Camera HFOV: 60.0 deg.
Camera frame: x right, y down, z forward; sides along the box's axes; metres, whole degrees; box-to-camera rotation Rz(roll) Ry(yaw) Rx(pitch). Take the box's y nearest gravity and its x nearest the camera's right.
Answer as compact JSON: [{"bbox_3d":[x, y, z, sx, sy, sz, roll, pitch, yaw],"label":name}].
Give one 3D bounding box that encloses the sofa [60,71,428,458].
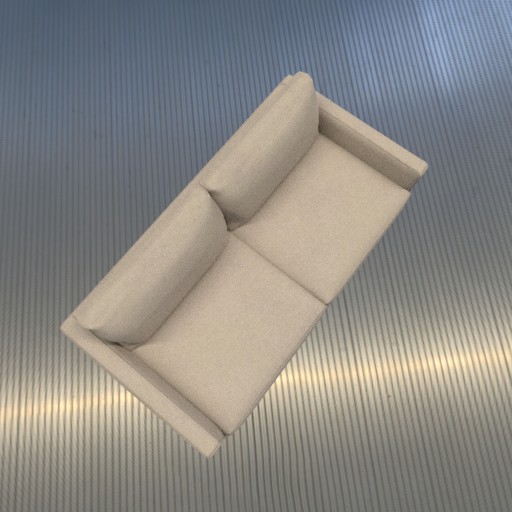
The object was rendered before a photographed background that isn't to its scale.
[{"bbox_3d":[0.000,0.000,2.201,0.875,0.840,1.682,37,77,10],"label":"sofa"}]
